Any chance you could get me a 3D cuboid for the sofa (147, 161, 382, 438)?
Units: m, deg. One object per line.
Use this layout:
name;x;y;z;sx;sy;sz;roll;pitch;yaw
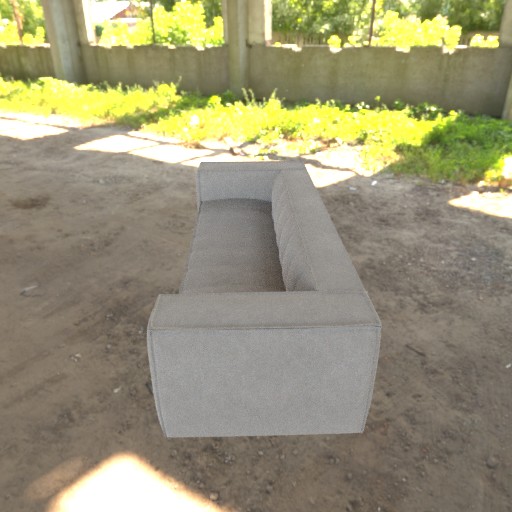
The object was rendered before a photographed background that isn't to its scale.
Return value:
sofa;0.000;0.000;3.140;1.038;0.680;2.697;-1;27;-2
